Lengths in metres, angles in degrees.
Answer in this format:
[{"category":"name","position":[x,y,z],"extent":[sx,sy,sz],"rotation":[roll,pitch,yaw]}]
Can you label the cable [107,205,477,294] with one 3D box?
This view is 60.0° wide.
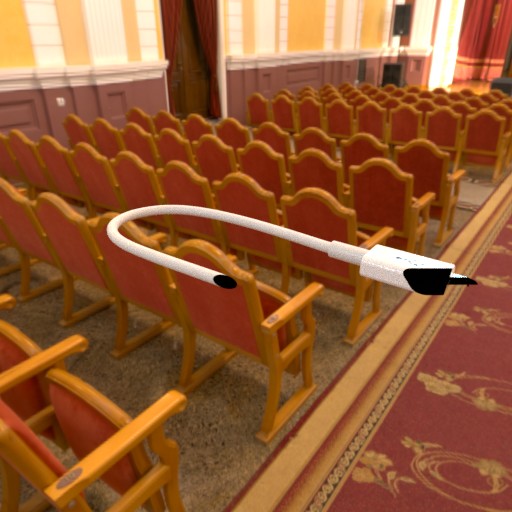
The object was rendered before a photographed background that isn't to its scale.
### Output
[{"category":"cable","position":[0.000,0.000,0.112],"extent":[0.098,0.006,0.040],"rotation":[18,32,32]}]
